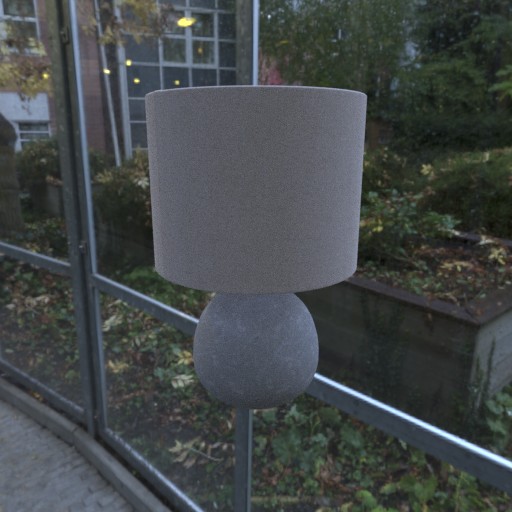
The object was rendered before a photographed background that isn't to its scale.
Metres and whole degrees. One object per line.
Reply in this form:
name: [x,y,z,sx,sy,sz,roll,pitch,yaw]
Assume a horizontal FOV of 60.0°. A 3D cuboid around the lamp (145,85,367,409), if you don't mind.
lamp: [0.000,0.000,0.604,0.269,0.409,0.269,-7,17,-26]
